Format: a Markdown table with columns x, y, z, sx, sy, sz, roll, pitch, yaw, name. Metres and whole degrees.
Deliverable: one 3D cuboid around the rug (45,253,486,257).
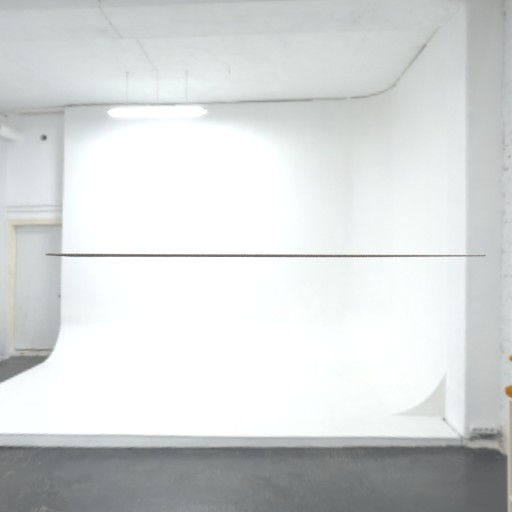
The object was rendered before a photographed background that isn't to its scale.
| x | y | z | sx | sy | sz | roll | pitch | yaw | name |
| --- | --- | --- | --- | --- | --- | --- | --- | --- | --- |
| 0.000 | 0.000 | 3.019 | 2.440 | 0.010 | 1.545 | 0 | 0 | -19 | rug |
